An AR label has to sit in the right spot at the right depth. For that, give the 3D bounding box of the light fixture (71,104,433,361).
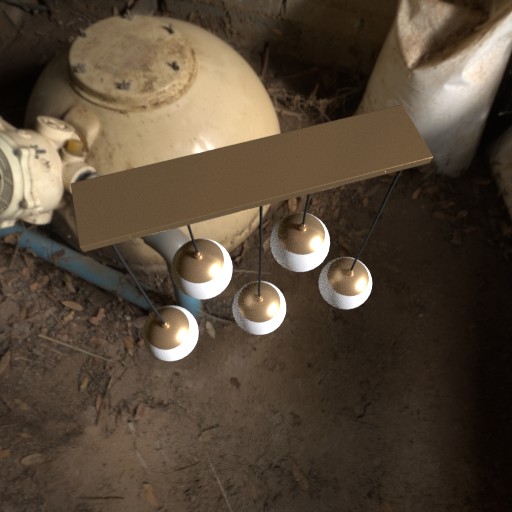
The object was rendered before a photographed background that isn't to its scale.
[{"bbox_3d":[0.000,0.000,1.339,0.863,0.869,0.299,-15,66,-7],"label":"light fixture"}]
